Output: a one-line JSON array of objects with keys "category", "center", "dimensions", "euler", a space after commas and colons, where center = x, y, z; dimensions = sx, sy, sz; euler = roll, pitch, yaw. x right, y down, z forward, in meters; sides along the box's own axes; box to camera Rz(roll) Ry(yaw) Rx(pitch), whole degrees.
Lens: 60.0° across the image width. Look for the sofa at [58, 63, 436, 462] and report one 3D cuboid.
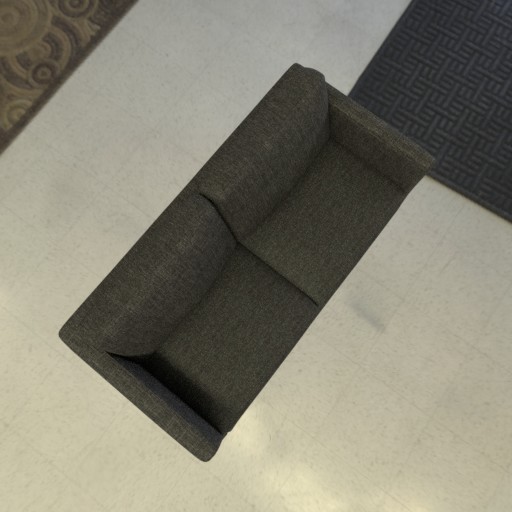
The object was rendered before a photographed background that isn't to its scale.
[{"category": "sofa", "center": [0.000, 0.000, 2.431], "dimensions": [0.950, 0.963, 1.884], "euler": [38, 80, 8]}]
